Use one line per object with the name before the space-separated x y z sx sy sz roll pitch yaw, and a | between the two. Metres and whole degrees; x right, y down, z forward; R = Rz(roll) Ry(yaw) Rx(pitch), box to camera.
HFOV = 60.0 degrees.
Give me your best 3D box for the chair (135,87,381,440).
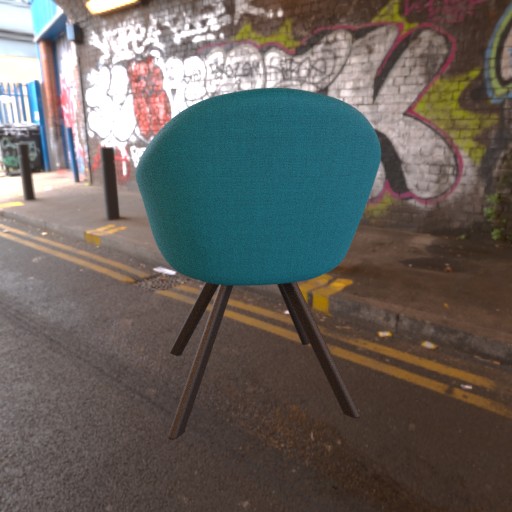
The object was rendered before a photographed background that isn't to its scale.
chair | 0.000 0.000 1.171 0.590 0.795 0.550 -3 16 -10
